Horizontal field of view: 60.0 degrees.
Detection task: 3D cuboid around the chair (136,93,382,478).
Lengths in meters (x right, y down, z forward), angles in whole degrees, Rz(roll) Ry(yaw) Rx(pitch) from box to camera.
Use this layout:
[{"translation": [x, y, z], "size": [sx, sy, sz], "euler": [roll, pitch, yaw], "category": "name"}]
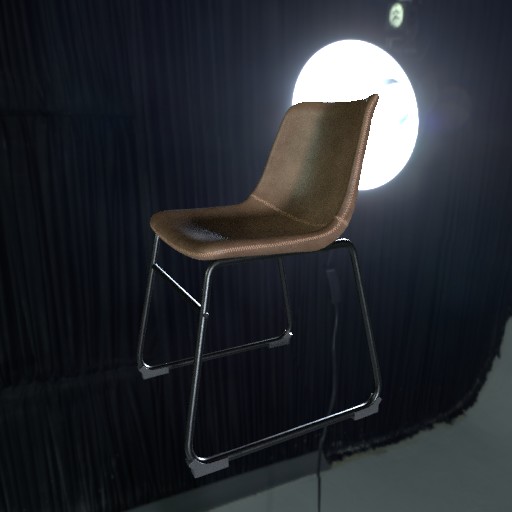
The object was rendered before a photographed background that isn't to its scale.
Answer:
[{"translation": [0.000, 0.000, 1.129], "size": [0.551, 0.780, 0.460], "euler": [-8, 17, -26], "category": "chair"}]
